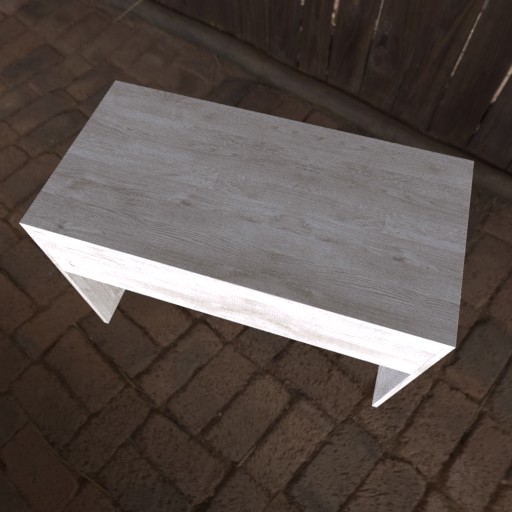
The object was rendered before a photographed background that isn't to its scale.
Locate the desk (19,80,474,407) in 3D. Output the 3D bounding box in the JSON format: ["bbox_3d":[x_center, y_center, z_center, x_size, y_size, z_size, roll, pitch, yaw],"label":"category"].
[{"bbox_3d":[0.000,0.000,1.507,1.100,0.730,0.560,15,62,8],"label":"desk"}]
